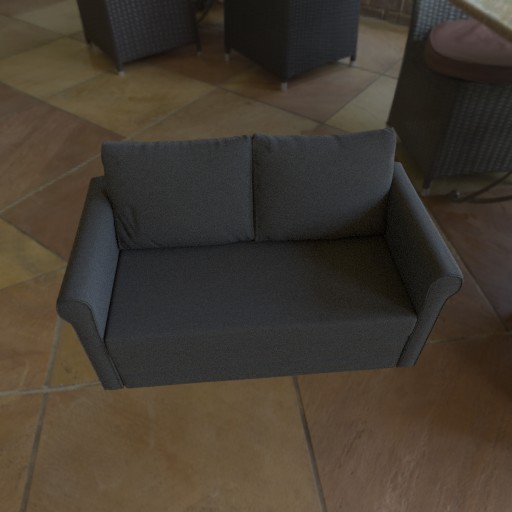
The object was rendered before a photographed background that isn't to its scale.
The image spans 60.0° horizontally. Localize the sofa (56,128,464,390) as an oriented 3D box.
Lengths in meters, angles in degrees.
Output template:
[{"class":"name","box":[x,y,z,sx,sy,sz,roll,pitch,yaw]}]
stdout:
[{"class":"sofa","box":[0.000,0.000,1.932,1.460,0.872,0.741,-3,46,-3]}]
